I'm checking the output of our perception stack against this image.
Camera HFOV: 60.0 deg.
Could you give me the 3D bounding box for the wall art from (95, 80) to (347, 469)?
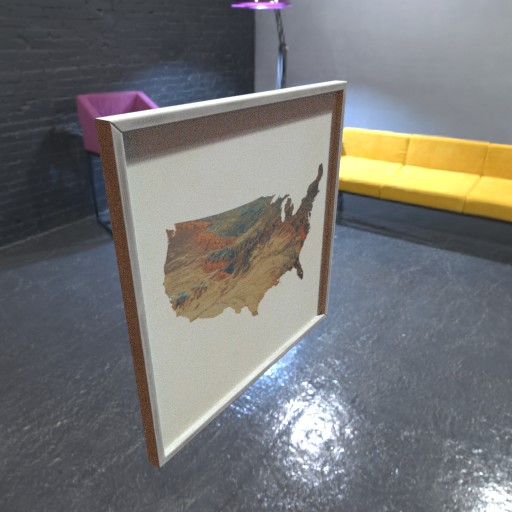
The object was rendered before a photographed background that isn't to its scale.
[{"bbox_3d":[0.000,0.000,0.440,0.015,0.303,0.303,19,32,33],"label":"wall art"}]
